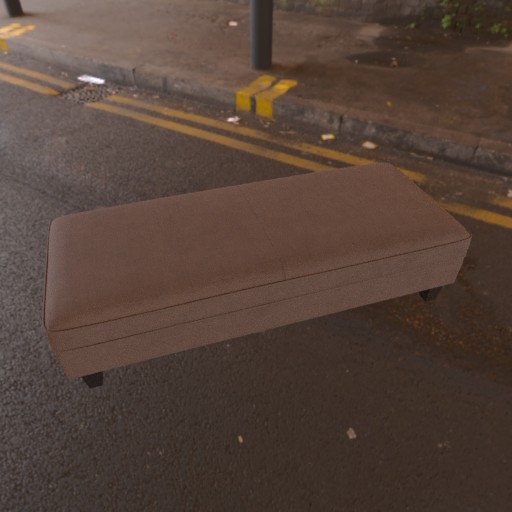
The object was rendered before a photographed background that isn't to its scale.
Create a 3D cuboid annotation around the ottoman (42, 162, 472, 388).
[{"bbox_3d":[0.000,0.000,2.062,1.764,0.470,0.751,-12,42,-14],"label":"ottoman"}]
